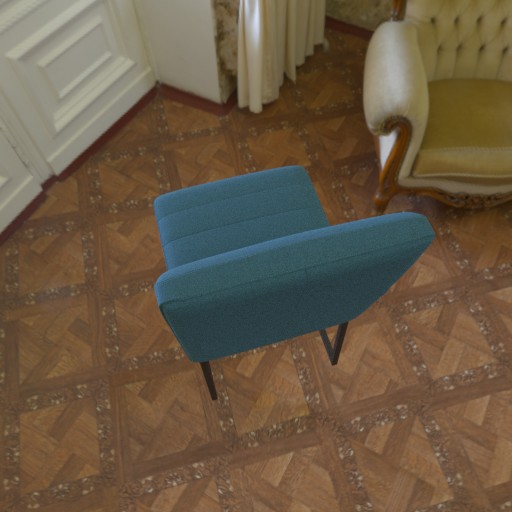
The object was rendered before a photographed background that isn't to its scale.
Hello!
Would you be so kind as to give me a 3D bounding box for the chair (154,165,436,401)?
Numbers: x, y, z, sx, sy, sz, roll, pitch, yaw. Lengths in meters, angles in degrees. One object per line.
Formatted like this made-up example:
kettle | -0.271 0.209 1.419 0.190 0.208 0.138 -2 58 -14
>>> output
chair | 0.000 0.000 1.291 0.520 0.930 0.634 -14 61 -8
